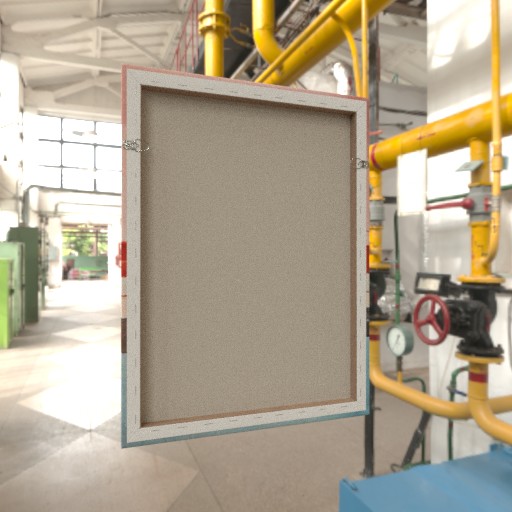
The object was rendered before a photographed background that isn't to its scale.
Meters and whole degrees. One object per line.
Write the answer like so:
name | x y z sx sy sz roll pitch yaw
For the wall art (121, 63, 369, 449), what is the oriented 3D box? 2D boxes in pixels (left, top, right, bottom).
wall art | 0.000 0.000 1.309 0.761 1.016 0.039 0 0 -19
